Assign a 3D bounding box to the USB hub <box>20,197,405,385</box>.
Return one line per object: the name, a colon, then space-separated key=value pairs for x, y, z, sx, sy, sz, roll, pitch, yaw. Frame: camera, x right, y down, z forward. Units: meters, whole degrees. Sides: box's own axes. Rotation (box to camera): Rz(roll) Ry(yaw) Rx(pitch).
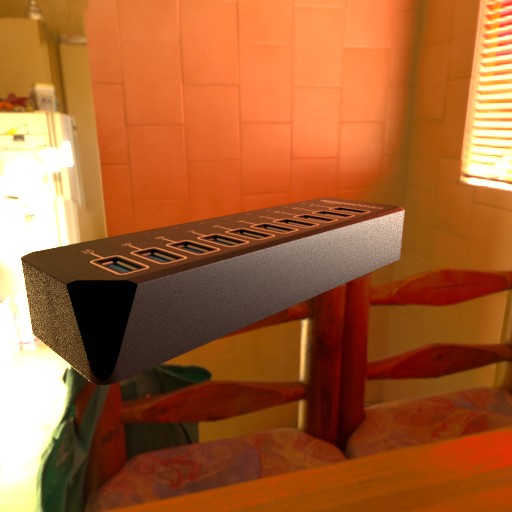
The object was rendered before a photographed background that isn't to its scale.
USB hub: x=0.000 y=0.000 z=0.160 sx=0.044 sy=0.023 sz=0.145 roll=15 pitch=22 yaw=42
